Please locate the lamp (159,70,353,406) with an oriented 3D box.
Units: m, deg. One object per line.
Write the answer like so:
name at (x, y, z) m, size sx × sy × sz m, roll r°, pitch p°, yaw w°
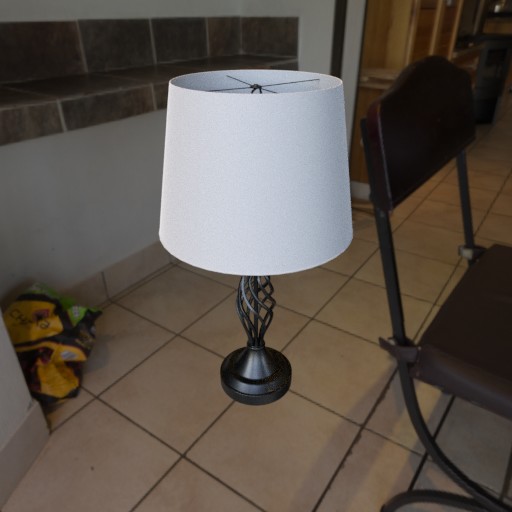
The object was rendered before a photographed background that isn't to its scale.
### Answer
lamp at (0.000, 0.000, 0.797) m, size 0.331 × 0.594 × 0.331 m, roll 0°, pitch 29°, yaw 0°
